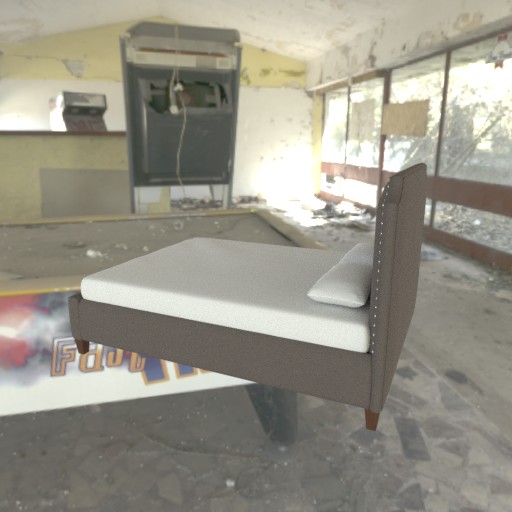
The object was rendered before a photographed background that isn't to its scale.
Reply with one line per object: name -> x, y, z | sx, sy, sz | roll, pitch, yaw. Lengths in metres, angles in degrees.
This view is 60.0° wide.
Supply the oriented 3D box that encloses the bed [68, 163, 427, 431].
bed -> 0.000, 0.000, 3.527 | 2.372, 1.443, 1.713 | 7, 16, 24
